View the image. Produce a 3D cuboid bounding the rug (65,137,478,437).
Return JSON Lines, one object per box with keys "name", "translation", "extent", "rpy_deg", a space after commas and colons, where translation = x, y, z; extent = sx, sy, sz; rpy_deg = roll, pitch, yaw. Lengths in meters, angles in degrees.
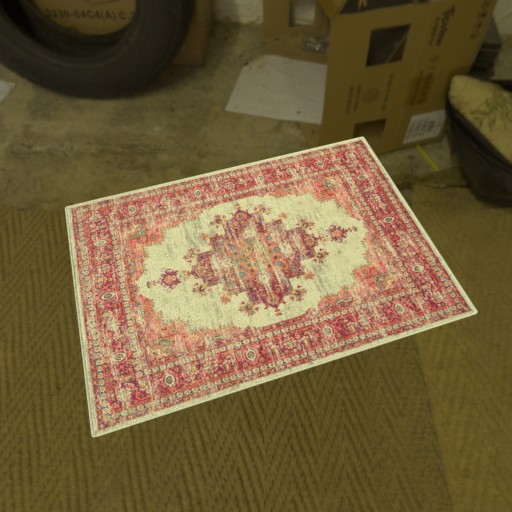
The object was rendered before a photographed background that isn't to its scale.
{"name": "rug", "translation": [0.000, 0.000, 2.196], "extent": [1.747, 0.011, 1.217], "rpy_deg": [-15, 59, -10]}
